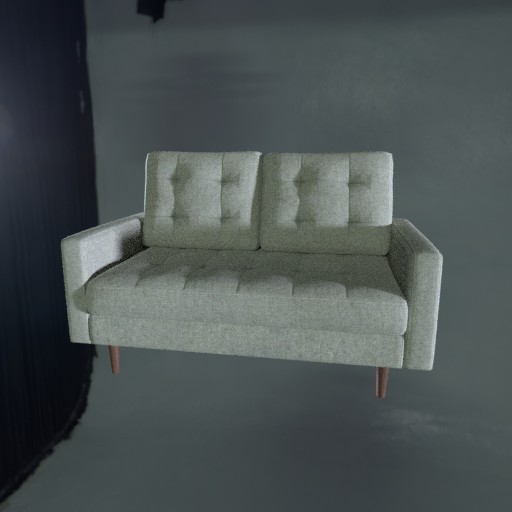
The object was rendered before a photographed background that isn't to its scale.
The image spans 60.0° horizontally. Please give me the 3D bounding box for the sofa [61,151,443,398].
[{"bbox_3d":[0.000,0.000,1.975,1.407,0.907,0.842,2,14,10],"label":"sofa"}]
